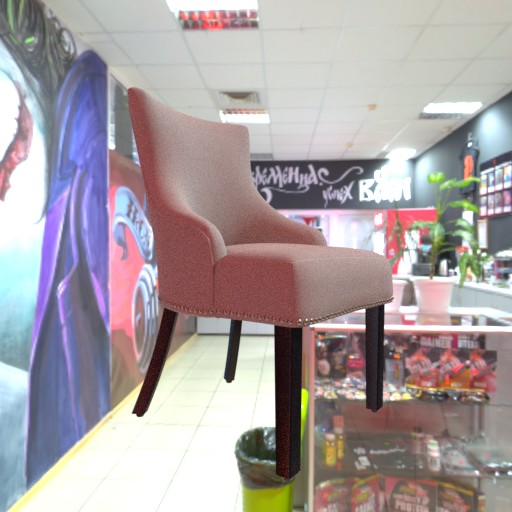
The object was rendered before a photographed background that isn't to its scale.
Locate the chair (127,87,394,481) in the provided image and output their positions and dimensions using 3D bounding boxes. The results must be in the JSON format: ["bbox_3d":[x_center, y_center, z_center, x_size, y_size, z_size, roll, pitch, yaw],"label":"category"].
[{"bbox_3d":[0.000,0.000,1.251,0.629,0.909,0.566,1,1,37],"label":"chair"}]
